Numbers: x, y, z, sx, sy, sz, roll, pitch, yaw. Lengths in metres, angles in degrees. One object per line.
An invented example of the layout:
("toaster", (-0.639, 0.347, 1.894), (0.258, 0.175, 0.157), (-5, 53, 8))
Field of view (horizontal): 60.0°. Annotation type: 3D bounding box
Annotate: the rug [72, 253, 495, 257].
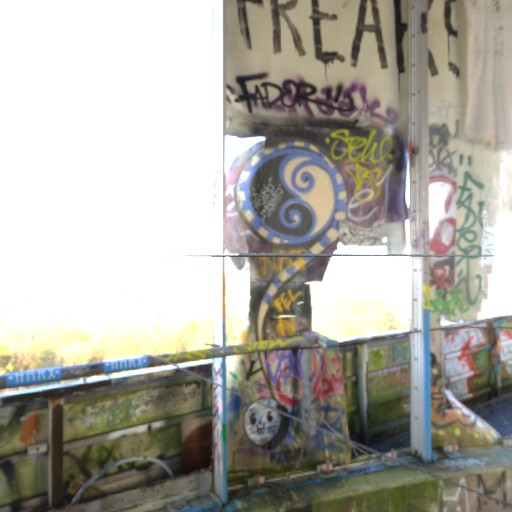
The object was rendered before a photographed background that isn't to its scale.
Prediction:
("rug", (0.000, 0.000, 3.900), (2.363, 0.012, 2.980), (0, 0, -36))
